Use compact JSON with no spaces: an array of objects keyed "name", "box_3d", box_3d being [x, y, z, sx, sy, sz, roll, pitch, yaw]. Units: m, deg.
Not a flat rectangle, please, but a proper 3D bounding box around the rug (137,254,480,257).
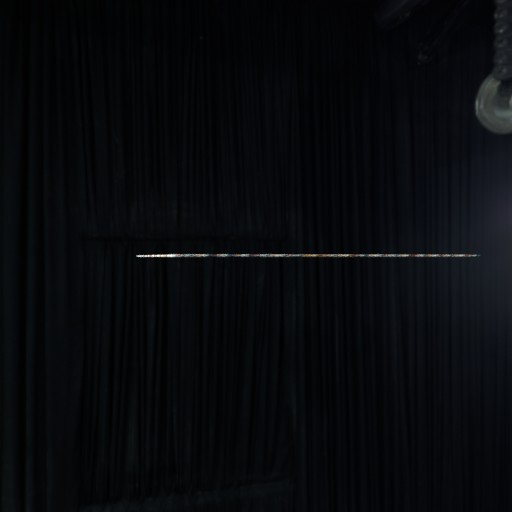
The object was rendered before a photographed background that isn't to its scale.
[{"name":"rug","box_3d":[0.000,0.000,3.195,1.523,0.010,2.584,0,0,-18]}]
